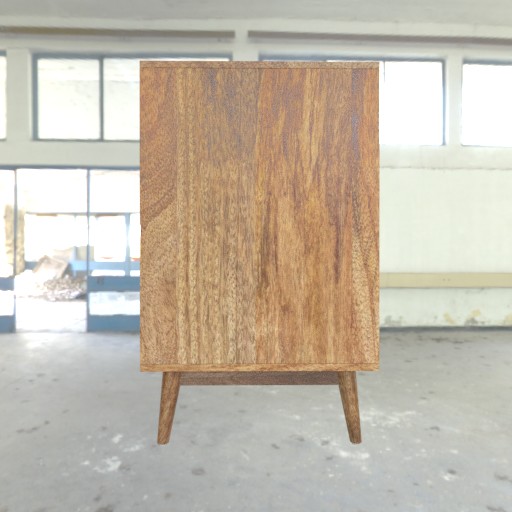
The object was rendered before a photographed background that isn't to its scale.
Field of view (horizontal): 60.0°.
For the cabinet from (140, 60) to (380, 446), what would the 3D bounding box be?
[{"bbox_3d":[0.000,0.000,1.182,0.473,0.758,0.647,0,0,-1],"label":"cabinet"}]
